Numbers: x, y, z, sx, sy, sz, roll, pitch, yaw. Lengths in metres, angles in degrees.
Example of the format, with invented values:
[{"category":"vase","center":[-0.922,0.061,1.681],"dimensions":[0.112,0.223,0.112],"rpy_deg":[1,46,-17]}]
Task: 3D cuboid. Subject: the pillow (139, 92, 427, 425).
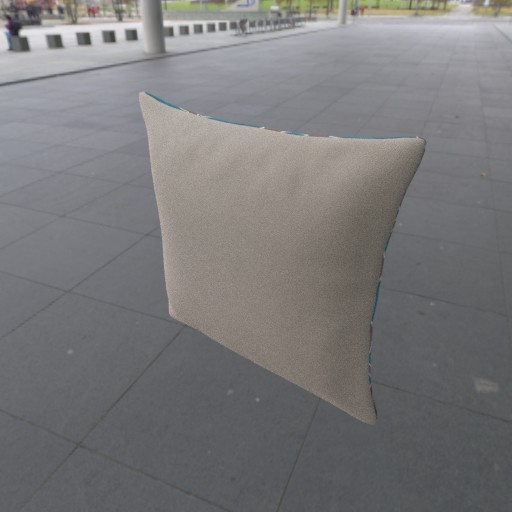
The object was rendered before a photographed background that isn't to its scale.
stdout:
[{"category":"pillow","center":[0.000,0.000,0.791],"dimensions":[0.526,0.507,0.166],"rpy_deg":[21,36,32]}]
